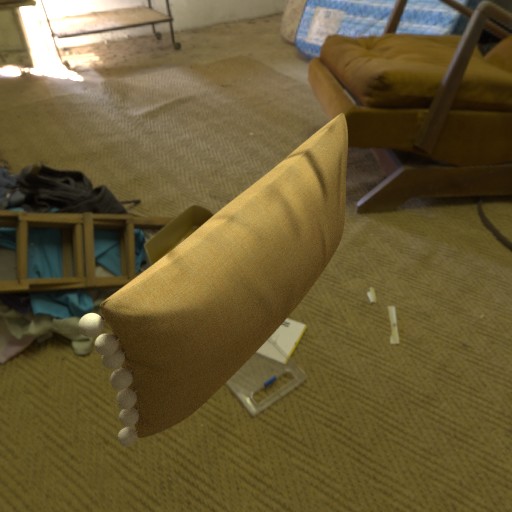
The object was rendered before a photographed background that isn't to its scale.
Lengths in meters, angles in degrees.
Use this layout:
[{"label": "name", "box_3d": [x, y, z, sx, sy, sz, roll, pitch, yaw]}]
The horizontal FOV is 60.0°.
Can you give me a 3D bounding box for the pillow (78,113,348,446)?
[{"label": "pillow", "box_3d": [0.000, 0.000, 0.814, 0.201, 0.322, 0.709, 24, 45, 25]}]
